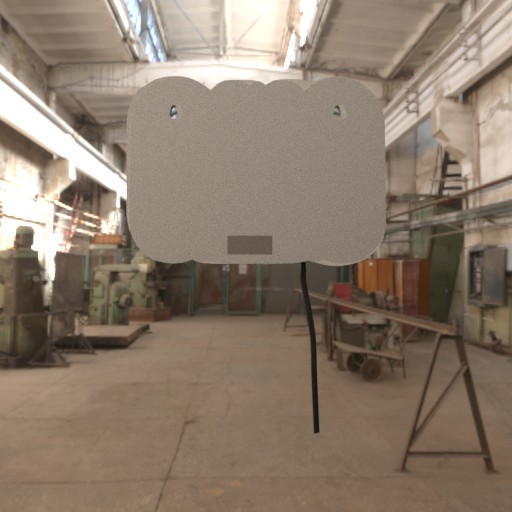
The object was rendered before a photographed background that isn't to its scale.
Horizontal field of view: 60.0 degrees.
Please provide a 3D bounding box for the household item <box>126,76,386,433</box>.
[{"bbox_3d":[0.000,0.000,0.380,0.211,0.294,0.042,0,-2,0],"label":"household item"}]
